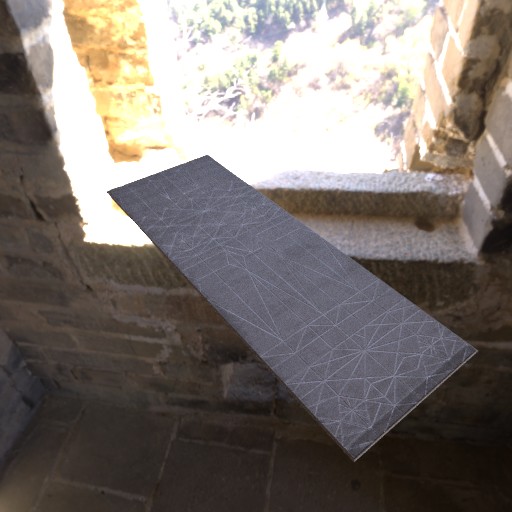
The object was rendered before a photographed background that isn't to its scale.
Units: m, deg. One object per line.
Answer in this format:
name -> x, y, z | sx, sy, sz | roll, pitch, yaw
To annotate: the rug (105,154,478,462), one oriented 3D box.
rug -> 0.000, 0.000, 2.645 | 0.864, 0.012, 2.388 | -27, 49, -27
